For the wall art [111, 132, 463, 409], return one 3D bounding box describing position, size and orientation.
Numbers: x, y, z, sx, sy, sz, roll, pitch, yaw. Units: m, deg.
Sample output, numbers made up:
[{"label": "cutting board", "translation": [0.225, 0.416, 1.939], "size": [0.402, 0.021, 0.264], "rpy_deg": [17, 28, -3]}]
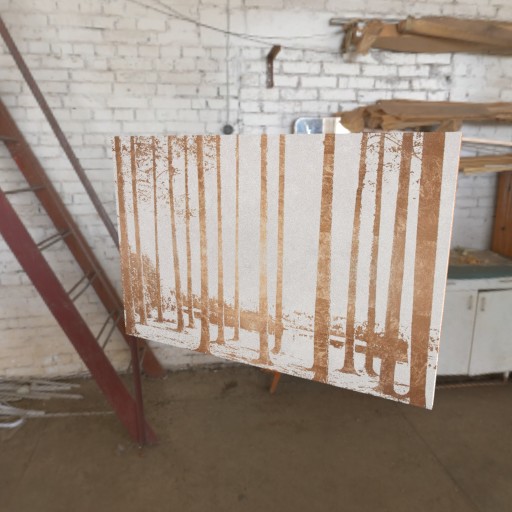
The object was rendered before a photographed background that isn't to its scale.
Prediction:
[{"label": "wall art", "translation": [0.000, 0.000, 1.151], "size": [0.914, 0.609, 0.035], "rpy_deg": [7, 16, 26]}]
